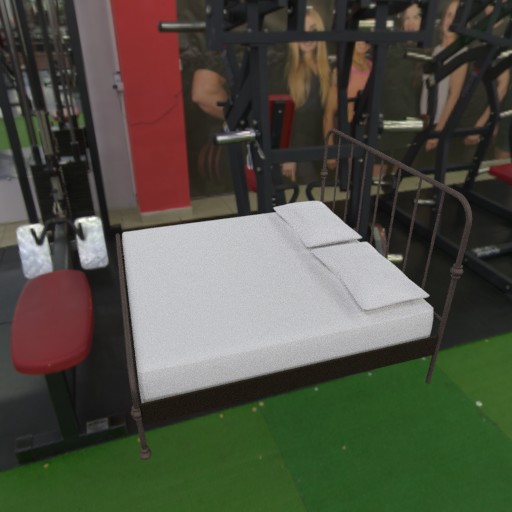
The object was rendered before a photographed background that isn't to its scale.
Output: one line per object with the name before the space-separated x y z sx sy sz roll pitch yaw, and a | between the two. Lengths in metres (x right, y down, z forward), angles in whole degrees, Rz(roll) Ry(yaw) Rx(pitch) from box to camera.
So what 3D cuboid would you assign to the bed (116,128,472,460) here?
bed | 0.000 0.000 3.488 2.134 1.446 2.044 -9 31 -15
